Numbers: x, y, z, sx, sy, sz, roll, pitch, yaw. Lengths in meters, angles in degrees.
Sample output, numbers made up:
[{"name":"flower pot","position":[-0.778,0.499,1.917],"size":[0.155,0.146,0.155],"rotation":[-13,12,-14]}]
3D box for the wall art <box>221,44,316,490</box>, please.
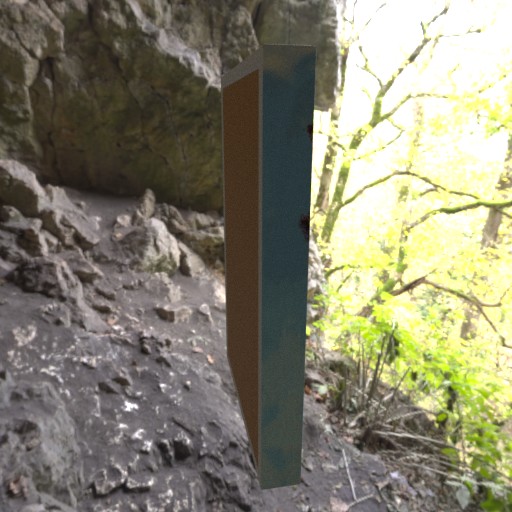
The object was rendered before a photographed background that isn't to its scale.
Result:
[{"name":"wall art","position":[0.000,0.000,0.478],"size":[0.039,0.380,0.251],"rotation":[-3,17,-10]}]
